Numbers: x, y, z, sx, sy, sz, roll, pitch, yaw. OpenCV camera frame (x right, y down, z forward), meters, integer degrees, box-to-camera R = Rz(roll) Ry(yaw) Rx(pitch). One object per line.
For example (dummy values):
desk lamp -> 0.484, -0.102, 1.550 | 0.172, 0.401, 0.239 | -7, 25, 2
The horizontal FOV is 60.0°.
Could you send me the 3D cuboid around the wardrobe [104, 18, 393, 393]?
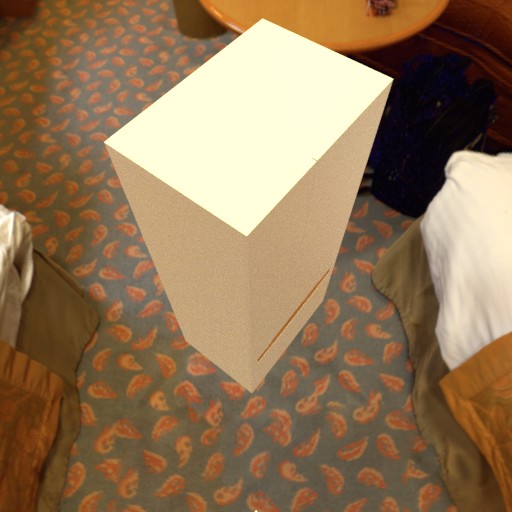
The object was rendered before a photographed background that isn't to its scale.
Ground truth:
wardrobe -> 0.000, 0.000, 2.421 | 0.600, 2.040, 0.860 | 34, 65, 18
